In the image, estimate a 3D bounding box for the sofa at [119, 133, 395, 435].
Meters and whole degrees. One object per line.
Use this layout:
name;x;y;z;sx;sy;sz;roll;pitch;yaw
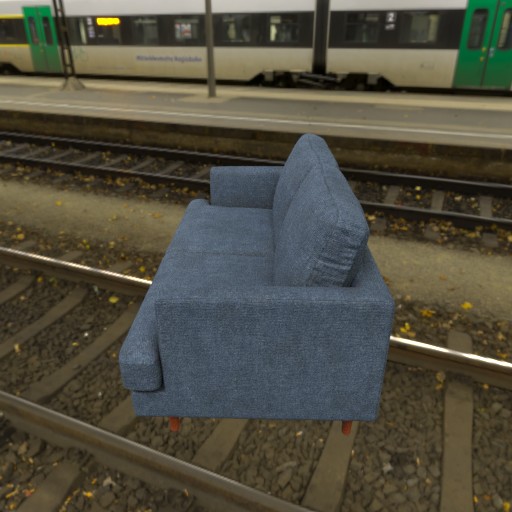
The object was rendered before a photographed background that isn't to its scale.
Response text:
sofa;0.000;0.000;2.148;0.903;0.944;1.582;1;27;1
